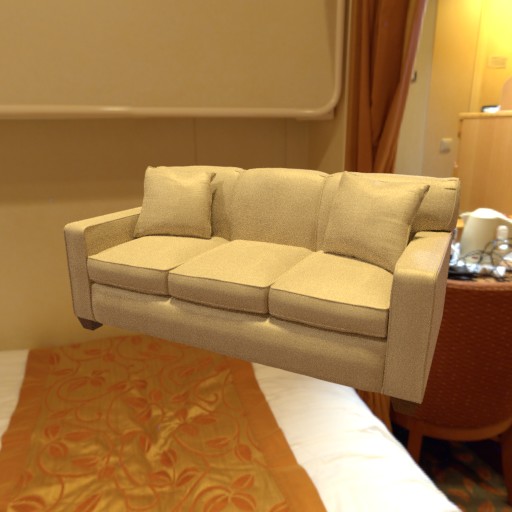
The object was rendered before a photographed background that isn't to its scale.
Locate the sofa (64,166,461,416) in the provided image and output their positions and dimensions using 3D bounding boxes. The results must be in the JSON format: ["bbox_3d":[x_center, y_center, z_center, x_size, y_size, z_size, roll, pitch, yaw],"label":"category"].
[{"bbox_3d":[0.000,0.000,2.535,2.024,0.958,0.997,8,18,25],"label":"sofa"}]
